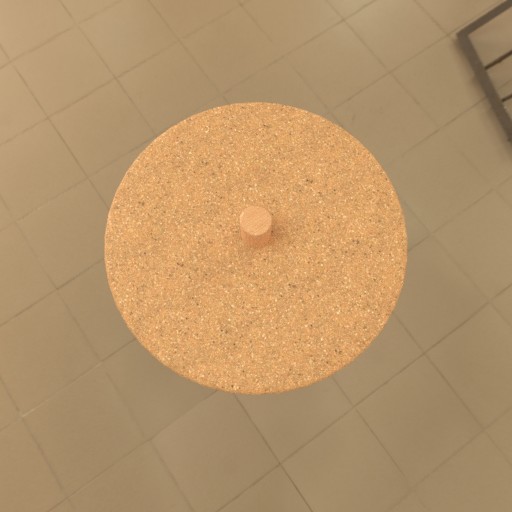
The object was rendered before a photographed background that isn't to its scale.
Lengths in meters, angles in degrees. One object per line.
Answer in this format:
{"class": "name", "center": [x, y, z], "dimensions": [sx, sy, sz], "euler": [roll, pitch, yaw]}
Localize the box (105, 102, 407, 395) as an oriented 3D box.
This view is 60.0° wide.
{"class": "box", "center": [0.000, 0.000, 0.185], "dimensions": [0.107, 0.094, 0.107], "euler": [0, 76, 0]}
